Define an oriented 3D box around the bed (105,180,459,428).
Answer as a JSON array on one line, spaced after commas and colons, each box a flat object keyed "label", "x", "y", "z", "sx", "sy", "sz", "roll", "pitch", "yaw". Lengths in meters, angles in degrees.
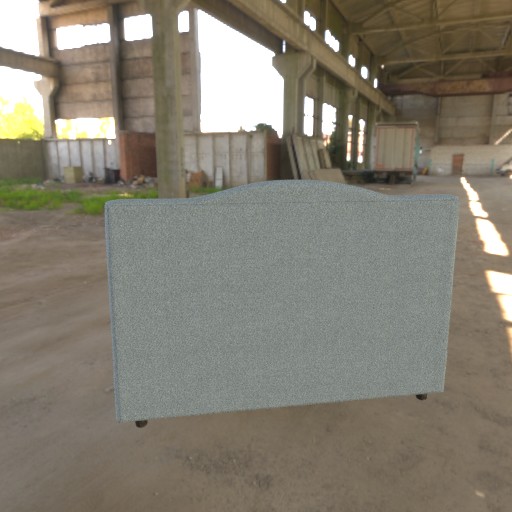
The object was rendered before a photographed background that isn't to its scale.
[{"label": "bed", "x": 0.000, "y": 0.000, "z": 3.905, "sx": 2.161, "sy": 1.457, "sz": 2.689, "roll": -2, "pitch": 13, "yaw": -9}]
